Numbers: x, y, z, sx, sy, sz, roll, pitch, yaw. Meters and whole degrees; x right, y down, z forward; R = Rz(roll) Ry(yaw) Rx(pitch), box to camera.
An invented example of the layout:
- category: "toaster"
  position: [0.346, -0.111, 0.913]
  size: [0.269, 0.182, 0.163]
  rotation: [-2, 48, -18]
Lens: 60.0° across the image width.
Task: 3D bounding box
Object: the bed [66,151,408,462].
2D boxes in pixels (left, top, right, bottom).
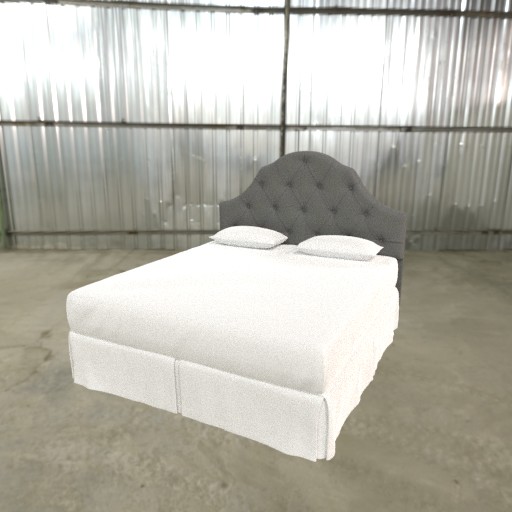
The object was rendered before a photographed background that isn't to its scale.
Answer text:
- category: "bed"
  position: [0.000, 0.000, 3.540]
  size: [2.008, 1.615, 2.214]
  rotation: [7, 16, 26]
